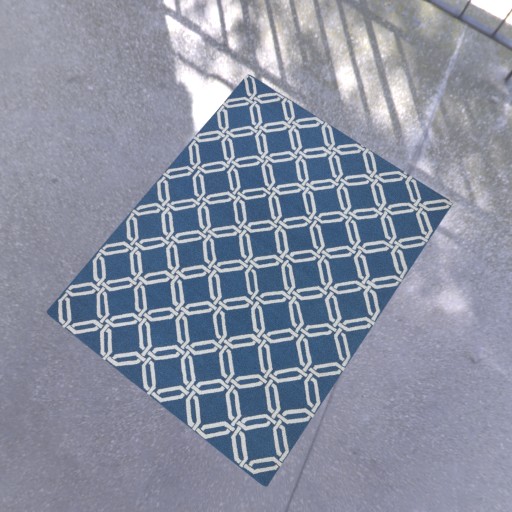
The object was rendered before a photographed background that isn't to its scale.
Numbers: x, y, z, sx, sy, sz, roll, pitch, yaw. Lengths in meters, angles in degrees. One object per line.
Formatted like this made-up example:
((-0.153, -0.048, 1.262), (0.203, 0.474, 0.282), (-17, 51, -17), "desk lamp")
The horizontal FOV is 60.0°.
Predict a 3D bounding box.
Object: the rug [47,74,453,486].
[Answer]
((0.000, 0.000, 3.827), (2.277, 0.020, 2.867), (35, 78, 8), "rug")
